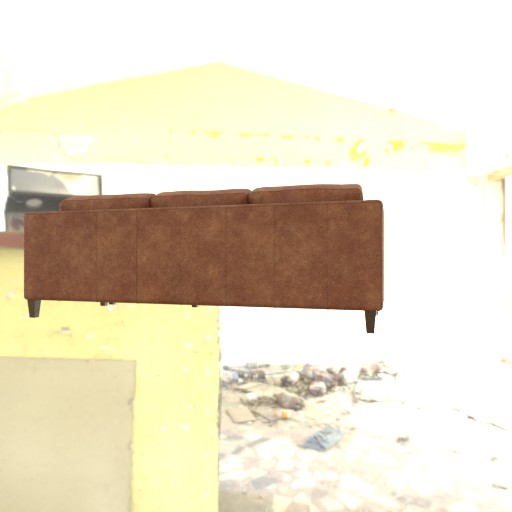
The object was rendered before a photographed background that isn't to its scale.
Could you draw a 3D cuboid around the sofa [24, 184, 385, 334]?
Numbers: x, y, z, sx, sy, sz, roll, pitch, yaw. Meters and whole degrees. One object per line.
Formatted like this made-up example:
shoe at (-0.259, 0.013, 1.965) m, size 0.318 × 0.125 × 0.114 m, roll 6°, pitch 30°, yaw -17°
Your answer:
sofa at (0.000, 0.000, 4.367) m, size 2.452 × 0.888 × 3.324 m, roll 0°, pitch 0°, yaw 17°
